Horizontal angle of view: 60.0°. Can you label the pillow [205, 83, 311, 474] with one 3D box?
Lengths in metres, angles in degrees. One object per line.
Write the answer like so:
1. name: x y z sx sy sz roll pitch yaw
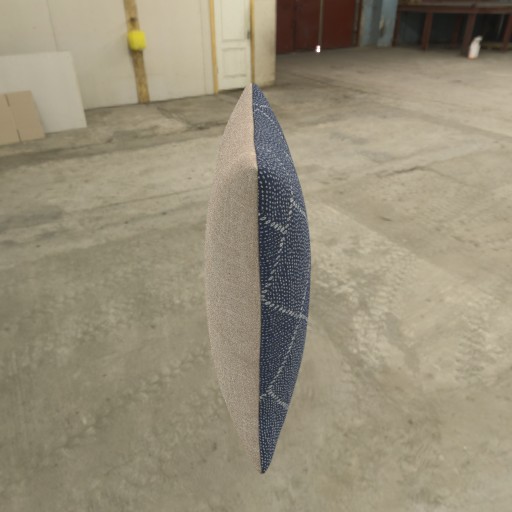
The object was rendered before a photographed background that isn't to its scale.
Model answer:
1. pillow: 0.000 0.000 0.671 0.148 0.428 0.435 -1 31 -1
